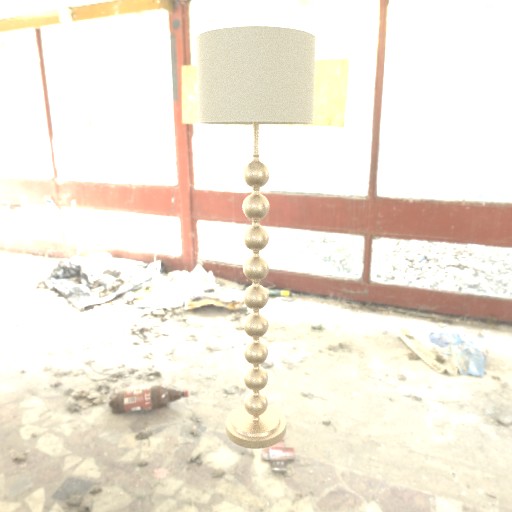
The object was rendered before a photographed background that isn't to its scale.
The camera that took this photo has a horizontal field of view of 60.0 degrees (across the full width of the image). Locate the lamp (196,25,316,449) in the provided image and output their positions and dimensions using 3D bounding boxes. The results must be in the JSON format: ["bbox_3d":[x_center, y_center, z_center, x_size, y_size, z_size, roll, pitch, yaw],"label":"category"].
[{"bbox_3d":[0.000,0.000,1.638,0.394,1.474,0.394,14,21,42],"label":"lamp"}]
